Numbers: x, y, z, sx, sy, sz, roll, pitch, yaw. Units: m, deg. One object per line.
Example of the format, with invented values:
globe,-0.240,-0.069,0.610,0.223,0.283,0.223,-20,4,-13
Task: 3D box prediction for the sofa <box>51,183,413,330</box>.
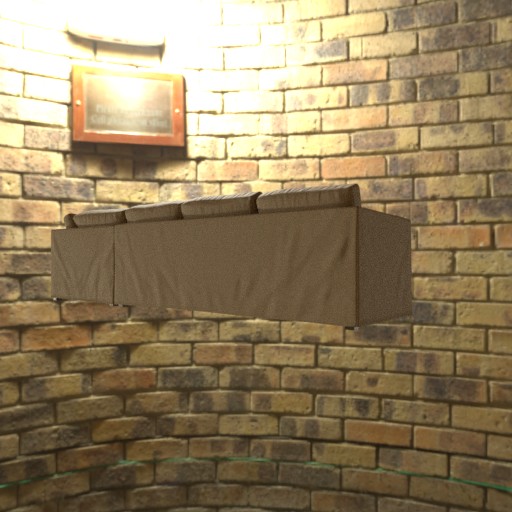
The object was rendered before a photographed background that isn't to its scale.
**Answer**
sofa,0.000,0.000,4.310,3.182,0.871,2.432,0,-1,36
